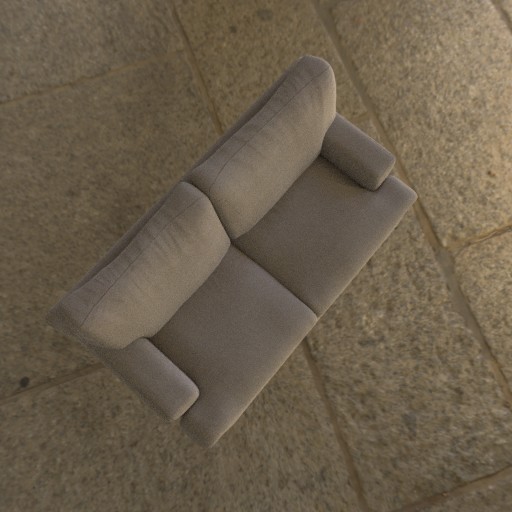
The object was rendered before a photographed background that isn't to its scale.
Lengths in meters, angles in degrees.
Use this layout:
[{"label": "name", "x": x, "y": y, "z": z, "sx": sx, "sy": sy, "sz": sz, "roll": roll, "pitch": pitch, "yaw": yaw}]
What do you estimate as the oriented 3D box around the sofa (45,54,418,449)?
[{"label": "sofa", "x": 0.000, "y": 0.000, "z": 2.370, "sx": 0.962, "sy": 0.980, "sz": 1.855, "roll": 40, "pitch": 79, "yaw": 10}]
